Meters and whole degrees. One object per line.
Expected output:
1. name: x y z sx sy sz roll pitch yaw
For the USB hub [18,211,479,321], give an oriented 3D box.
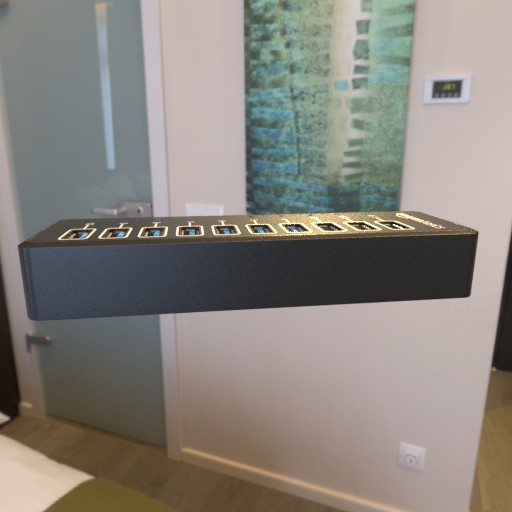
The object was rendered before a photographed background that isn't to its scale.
1. USB hub: 0.000 0.000 0.158 0.145 0.023 0.044 -2 15 -8
